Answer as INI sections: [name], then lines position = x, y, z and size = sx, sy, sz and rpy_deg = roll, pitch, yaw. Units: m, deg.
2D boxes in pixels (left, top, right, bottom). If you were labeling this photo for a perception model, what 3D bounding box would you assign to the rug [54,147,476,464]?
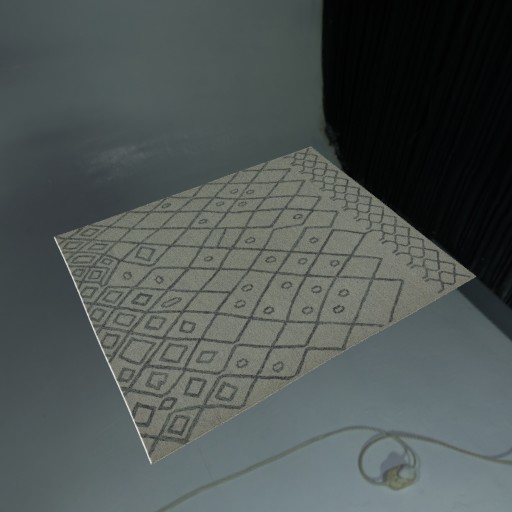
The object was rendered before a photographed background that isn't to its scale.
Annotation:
[rug]
position = 0.000, 0.000, 4.077
size = 3.046, 0.015, 2.446
rpy_deg = -24, 51, -21
